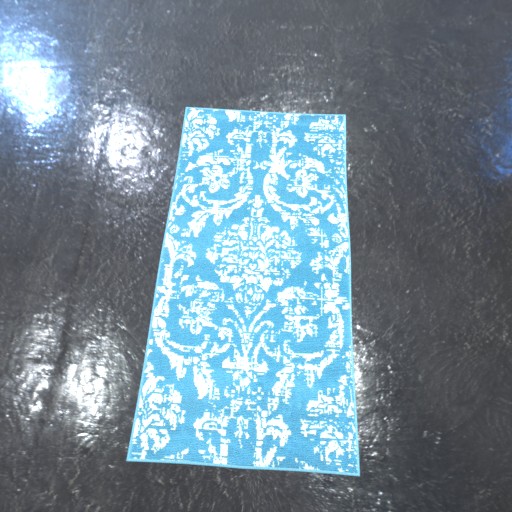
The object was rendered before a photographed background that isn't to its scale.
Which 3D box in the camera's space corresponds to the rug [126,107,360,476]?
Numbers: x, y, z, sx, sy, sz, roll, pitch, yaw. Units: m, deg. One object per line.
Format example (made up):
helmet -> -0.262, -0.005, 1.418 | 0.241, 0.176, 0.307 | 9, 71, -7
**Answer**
rug -> 0.000, 0.000, 1.405 | 0.604, 0.007, 1.219 | 3, 64, 1
